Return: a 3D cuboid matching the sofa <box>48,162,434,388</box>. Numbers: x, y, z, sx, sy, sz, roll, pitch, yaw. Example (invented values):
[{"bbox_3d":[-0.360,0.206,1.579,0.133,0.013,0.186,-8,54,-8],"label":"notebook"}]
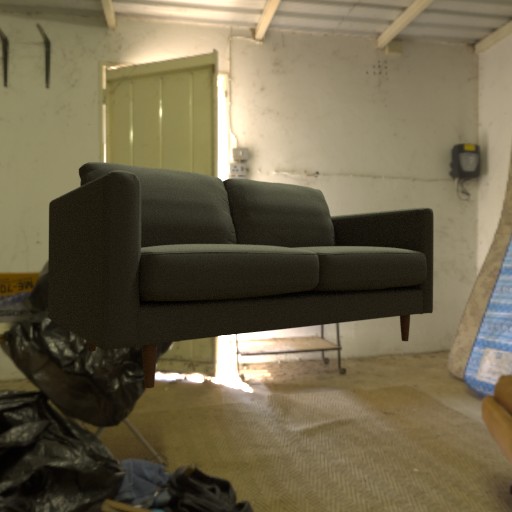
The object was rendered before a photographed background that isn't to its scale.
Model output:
[{"bbox_3d":[0.000,0.000,2.158,1.713,0.866,0.940,0,0,-35],"label":"sofa"}]
